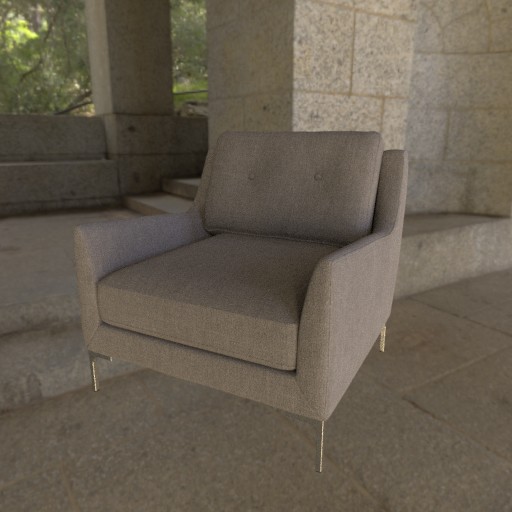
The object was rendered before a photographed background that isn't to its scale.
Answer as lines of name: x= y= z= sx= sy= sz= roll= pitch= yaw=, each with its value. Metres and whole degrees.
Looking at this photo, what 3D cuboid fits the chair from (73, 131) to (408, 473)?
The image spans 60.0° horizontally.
chair: x=0.000 y=0.000 z=1.522 sx=0.847 sy=0.828 sz=0.849 roll=8 pitch=17 yaw=27
